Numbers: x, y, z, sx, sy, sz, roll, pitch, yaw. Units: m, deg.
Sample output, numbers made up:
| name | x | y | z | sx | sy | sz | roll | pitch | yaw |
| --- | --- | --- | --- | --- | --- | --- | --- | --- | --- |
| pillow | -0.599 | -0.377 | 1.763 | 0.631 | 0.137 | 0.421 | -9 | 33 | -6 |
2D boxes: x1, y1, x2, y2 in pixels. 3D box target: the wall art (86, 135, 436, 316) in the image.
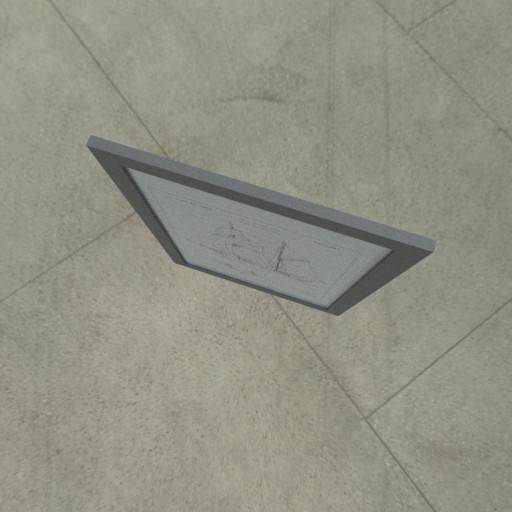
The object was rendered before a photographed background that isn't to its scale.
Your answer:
| name | x | y | z | sx | sy | sz | roll | pitch | yaw |
| --- | --- | --- | --- | --- | --- | --- | --- | --- | --- |
| wall art | 0.000 | 0.000 | 0.719 | 0.380 | 0.534 | 0.013 | 18 | 76 | 5 |
